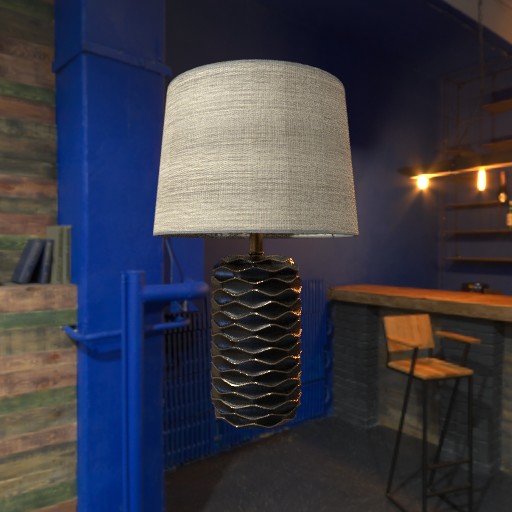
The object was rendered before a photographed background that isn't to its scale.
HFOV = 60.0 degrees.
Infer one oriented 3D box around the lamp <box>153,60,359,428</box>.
[{"bbox_3d":[0.000,0.000,0.832,0.376,0.594,0.376,0,1,0],"label":"lamp"}]
